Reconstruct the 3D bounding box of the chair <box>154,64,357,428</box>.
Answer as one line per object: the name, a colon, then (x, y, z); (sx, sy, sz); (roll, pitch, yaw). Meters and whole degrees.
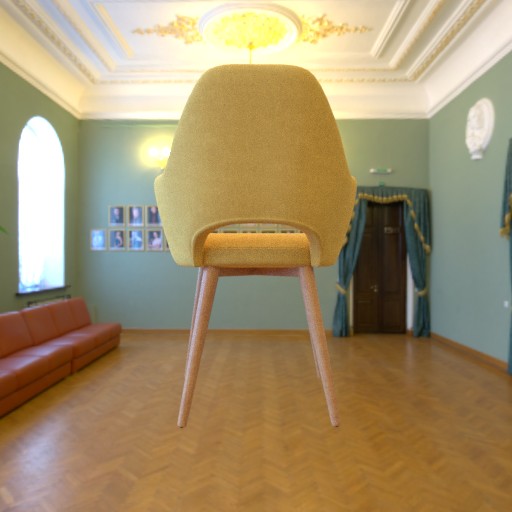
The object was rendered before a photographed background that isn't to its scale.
chair: (0.000, 0.000, 1.256); (0.590, 0.840, 0.610); (0, 0, -1)
